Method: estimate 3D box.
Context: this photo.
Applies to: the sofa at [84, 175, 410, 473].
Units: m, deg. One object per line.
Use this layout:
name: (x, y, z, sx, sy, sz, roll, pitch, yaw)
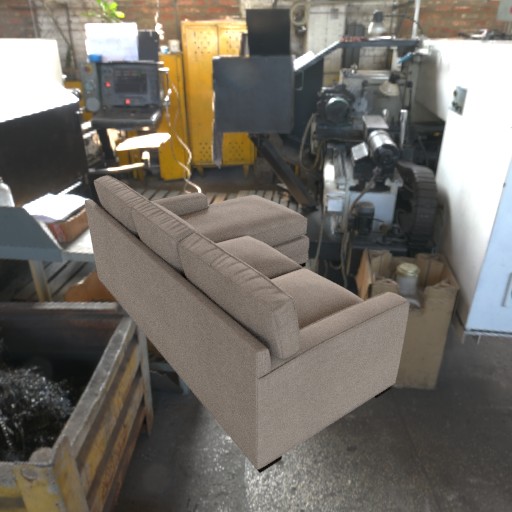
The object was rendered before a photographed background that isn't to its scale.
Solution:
sofa: (0.000, 0.000, 2.866, 1.496, 0.861, 2.087, -18, 32, -32)
